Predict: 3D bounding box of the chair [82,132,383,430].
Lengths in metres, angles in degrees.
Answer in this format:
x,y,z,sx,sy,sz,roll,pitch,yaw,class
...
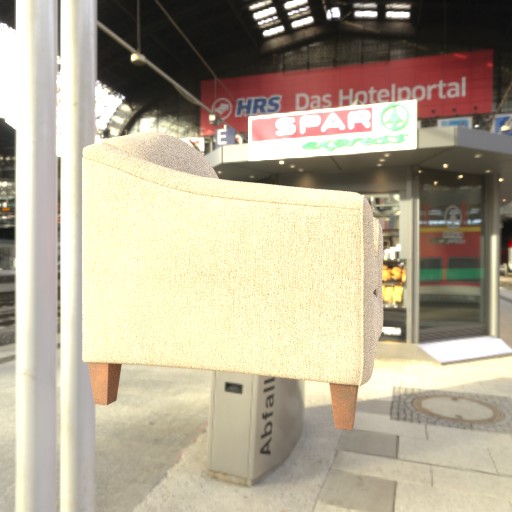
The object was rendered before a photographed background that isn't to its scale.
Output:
x,y,z,sx,sy,sz,roll,pitch,yaw,class
0.000,0.000,1.460,0.787,0.839,0.763,0,0,18,chair
